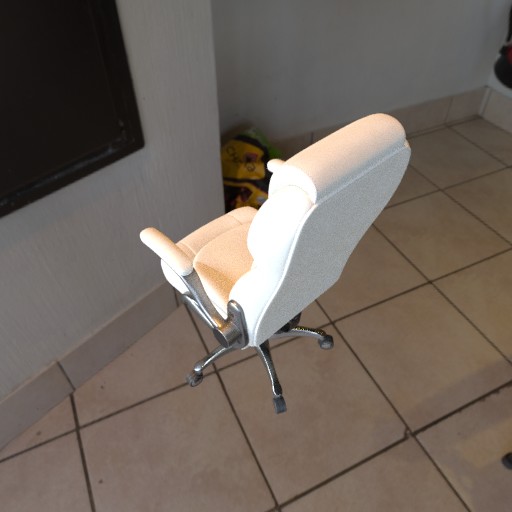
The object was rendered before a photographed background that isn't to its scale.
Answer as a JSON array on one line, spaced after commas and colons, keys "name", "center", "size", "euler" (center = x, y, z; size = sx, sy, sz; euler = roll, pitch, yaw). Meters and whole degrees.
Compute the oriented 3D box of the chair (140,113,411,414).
[{"name": "chair", "center": [0.000, 0.000, 1.786], "size": [0.755, 1.330, 0.806], "euler": [-34, 54, -29]}]
